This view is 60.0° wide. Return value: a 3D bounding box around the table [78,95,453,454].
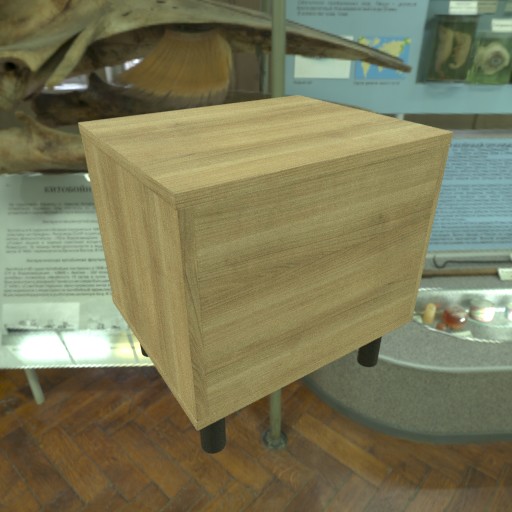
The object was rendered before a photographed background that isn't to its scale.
[{"bbox_3d":[0.000,0.000,0.796,0.445,0.460,0.380,-18,34,-29],"label":"table"}]
